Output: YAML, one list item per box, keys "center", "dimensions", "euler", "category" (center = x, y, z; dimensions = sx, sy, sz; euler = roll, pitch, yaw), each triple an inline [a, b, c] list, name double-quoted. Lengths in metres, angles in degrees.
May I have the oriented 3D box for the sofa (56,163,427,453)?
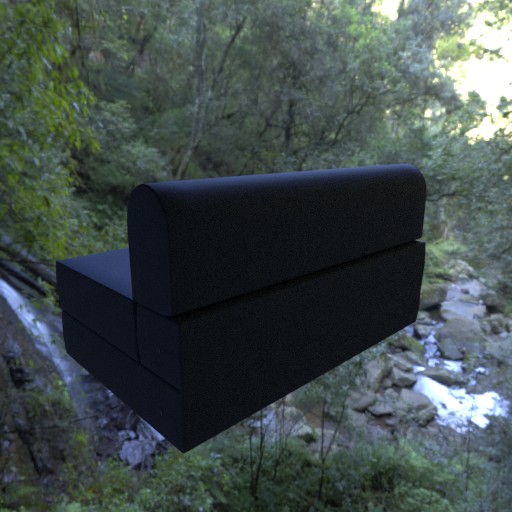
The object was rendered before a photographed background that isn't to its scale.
- center: [0.000, 0.000, 1.670]
  dimensions: [1.219, 0.660, 0.762]
  euler: [-14, 20, -42]
  category: "sofa"
